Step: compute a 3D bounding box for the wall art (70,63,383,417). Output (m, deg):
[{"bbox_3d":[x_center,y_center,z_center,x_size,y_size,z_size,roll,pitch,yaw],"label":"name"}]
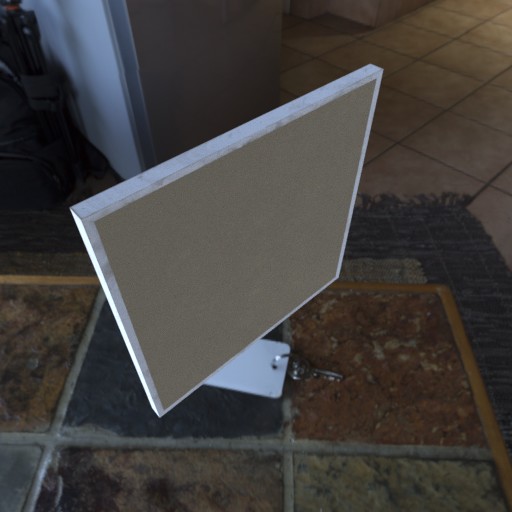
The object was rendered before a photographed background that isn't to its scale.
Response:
[{"bbox_3d":[0.000,0.000,1.144,0.760,0.757,0.038,-34,56,-27],"label":"wall art"}]
